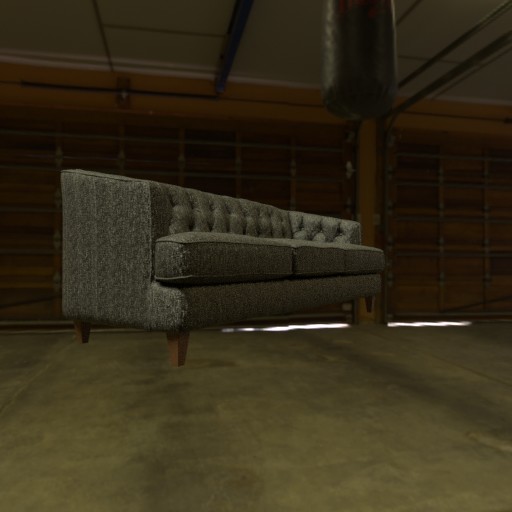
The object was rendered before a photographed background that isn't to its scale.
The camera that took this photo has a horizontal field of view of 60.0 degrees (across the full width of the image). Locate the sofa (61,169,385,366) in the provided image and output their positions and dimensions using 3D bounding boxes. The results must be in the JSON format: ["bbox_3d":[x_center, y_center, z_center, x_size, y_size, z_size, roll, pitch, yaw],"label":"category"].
[{"bbox_3d":[0.000,0.000,2.756,0.941,0.855,2.278,0,-1,34],"label":"sofa"}]
